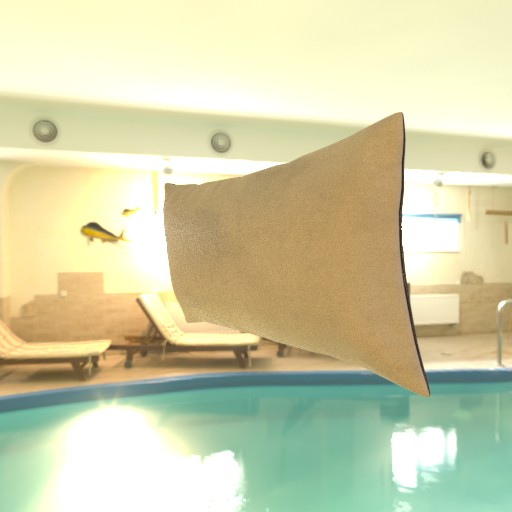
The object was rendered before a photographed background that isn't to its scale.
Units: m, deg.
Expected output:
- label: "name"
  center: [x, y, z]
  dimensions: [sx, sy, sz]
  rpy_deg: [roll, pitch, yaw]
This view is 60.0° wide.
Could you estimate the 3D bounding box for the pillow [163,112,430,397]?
- label: "pillow"
  center: [0.000, 0.000, 0.722]
  dimensions: [0.156, 0.305, 0.608]
  rpy_deg: [-1, 1, -35]
